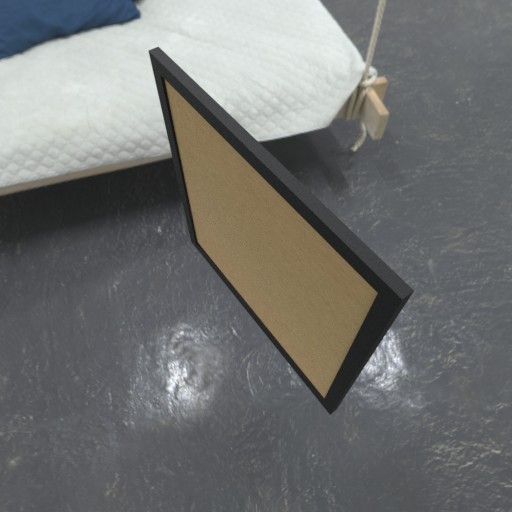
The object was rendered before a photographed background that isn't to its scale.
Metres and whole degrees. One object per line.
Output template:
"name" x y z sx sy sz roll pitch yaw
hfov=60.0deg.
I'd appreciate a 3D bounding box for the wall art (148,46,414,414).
"wall art" 0.000 0.000 0.537 0.012 0.357 0.358 -32 64 -18
